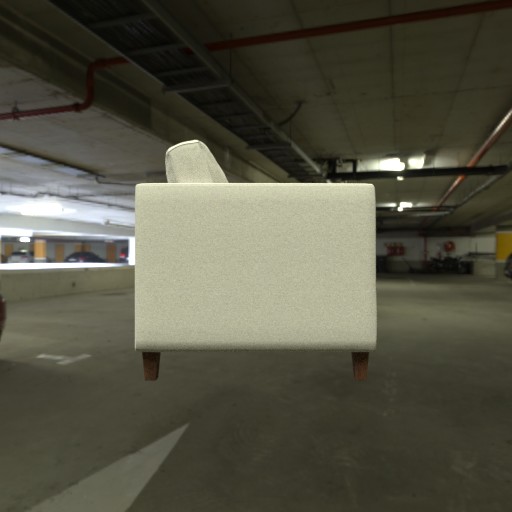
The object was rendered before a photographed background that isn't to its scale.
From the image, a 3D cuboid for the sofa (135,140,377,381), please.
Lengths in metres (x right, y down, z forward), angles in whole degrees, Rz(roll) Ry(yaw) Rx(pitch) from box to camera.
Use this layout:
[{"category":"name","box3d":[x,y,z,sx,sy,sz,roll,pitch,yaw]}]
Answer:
[{"category":"sofa","box3d":[0.000,0.000,2.828,0.951,0.962,2.361,0,0,0]}]
